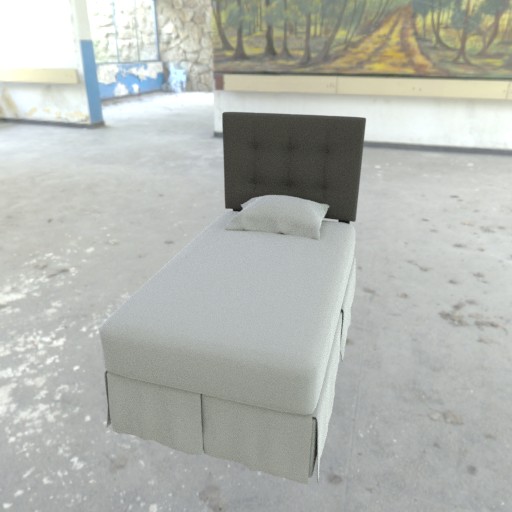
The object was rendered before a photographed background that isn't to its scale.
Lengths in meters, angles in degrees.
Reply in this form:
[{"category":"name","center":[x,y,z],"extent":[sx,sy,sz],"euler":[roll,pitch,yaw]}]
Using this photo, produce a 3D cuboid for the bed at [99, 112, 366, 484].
[{"category":"bed","center":[0.000,0.000,2.947],"extent":[1.261,1.571,1.997],"euler":[7,26,15]}]
